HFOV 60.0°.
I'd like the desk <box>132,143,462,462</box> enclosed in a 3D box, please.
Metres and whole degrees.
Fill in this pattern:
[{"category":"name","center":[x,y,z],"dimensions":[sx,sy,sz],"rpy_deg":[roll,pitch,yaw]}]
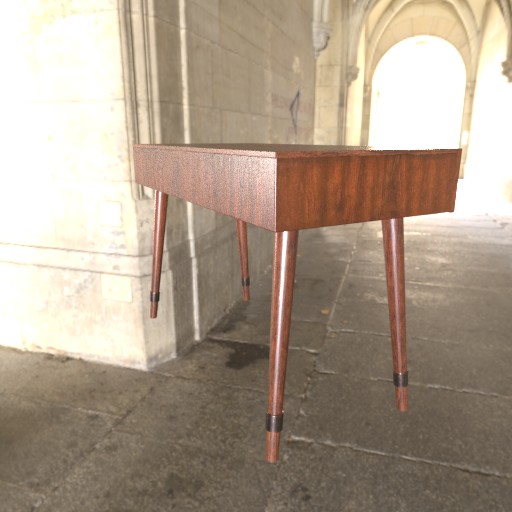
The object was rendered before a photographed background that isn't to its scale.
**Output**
[{"category":"desk","center":[0.000,0.000,2.132],"dimensions":[0.734,1.031,1.577],"rpy_deg":[-8,17,-27]}]
